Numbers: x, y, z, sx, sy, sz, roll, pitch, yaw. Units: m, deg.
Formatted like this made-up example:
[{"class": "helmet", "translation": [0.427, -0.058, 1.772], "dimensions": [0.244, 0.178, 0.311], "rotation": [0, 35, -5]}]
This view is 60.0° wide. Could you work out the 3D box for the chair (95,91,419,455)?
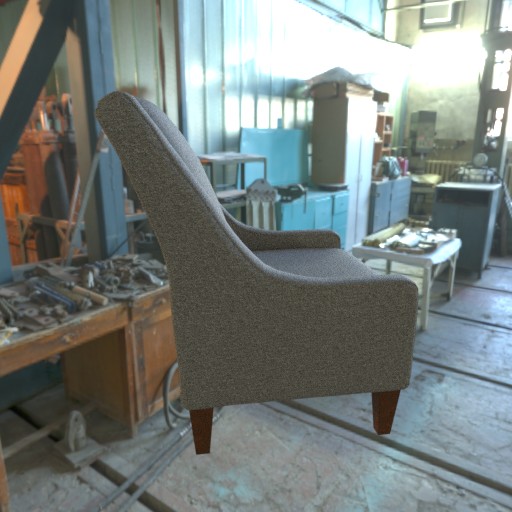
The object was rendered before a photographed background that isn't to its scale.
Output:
[{"class": "chair", "translation": [0.000, 0.000, 1.550], "dimensions": [0.870, 1.016, 0.774], "rotation": [-2, 15, -9]}]
